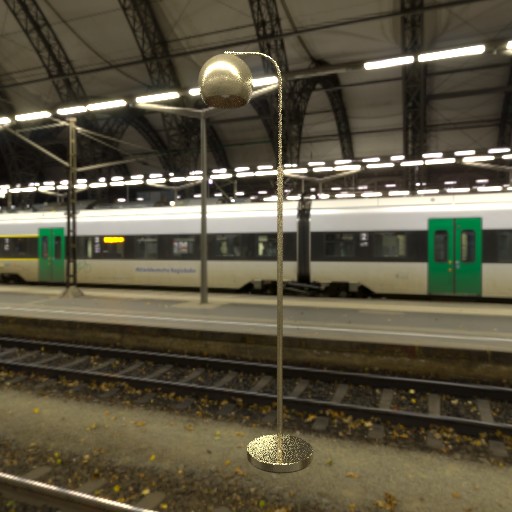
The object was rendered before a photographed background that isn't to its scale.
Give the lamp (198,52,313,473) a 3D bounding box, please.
[{"bbox_3d":[0.000,0.000,1.668,0.431,1.526,0.250,0,1,0],"label":"lamp"}]
